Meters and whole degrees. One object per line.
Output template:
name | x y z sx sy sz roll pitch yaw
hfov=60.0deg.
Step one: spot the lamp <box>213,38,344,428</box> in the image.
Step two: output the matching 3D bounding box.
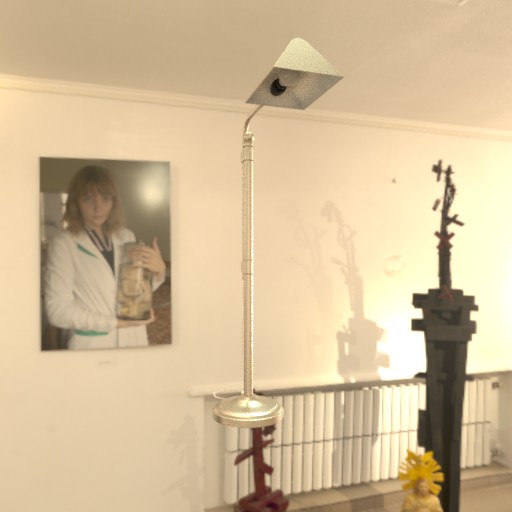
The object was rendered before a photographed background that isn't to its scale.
lamp | 0.000 0.000 0.940 0.159 0.708 0.546 0 -1 -17
